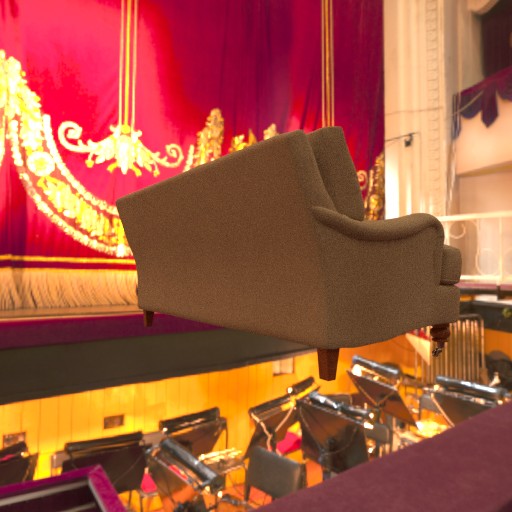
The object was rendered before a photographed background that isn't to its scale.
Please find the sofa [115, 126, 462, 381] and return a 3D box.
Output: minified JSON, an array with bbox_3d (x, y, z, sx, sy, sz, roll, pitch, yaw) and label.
[{"bbox_3d":[0.000,0.000,2.661,1.091,0.997,2.070,1,-2,-35],"label":"sofa"}]
